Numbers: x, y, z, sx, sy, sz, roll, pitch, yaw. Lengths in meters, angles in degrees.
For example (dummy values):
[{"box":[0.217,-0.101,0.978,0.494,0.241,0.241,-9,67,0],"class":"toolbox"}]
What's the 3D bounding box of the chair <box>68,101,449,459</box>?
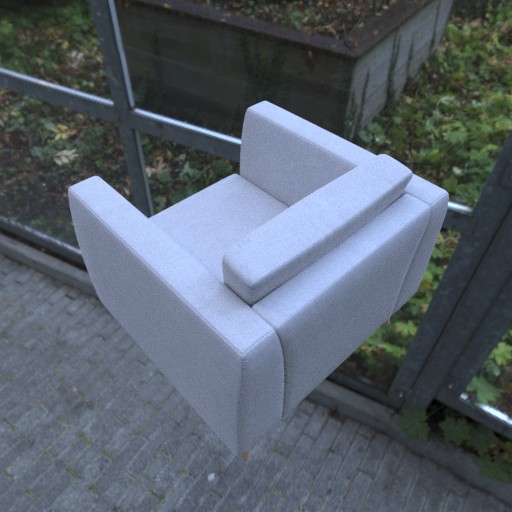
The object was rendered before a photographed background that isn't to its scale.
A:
[{"box":[0.000,0.000,1.706,1.000,0.860,0.930,-34,54,-28],"class":"chair"}]
